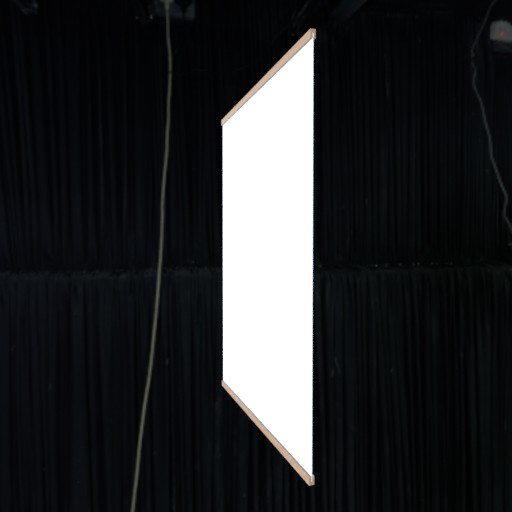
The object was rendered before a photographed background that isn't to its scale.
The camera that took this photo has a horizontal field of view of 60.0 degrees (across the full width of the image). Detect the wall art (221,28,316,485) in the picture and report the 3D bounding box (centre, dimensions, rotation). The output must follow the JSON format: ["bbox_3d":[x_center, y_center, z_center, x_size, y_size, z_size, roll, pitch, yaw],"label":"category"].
[{"bbox_3d":[0.000,0.000,1.345,0.013,1.016,0.758,0,1,-19],"label":"wall art"}]
